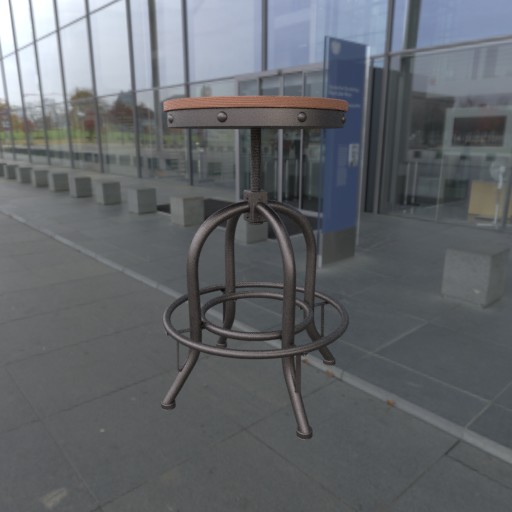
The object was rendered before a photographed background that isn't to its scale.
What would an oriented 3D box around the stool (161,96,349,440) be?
[{"bbox_3d":[0.000,0.000,0.933,0.439,0.609,0.439,-7,17,-26],"label":"stool"}]
